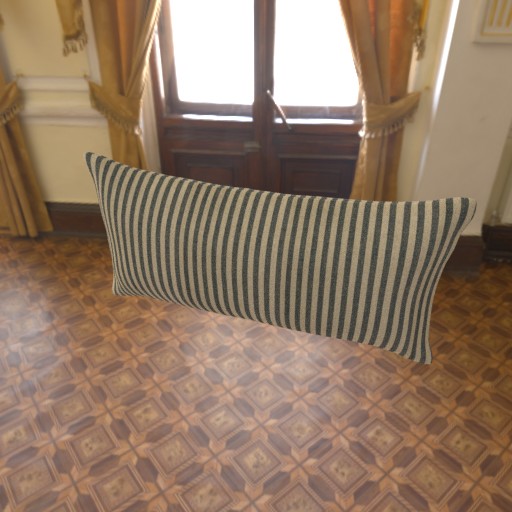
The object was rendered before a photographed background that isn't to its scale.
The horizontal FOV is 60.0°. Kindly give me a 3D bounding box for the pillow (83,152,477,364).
[{"bbox_3d":[0.000,0.000,0.742,0.617,0.295,0.151,10,32,16],"label":"pillow"}]
